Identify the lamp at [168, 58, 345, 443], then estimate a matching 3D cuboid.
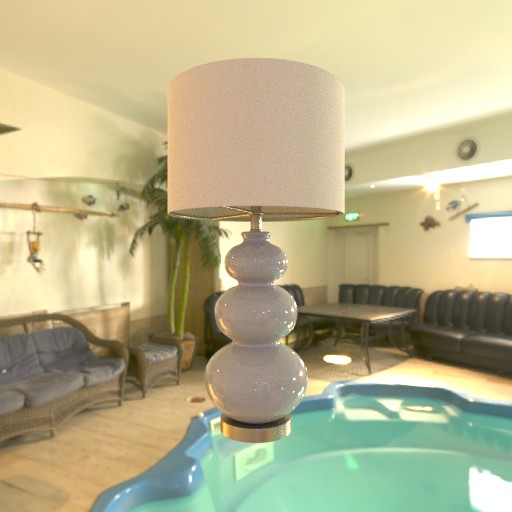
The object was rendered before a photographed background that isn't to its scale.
[{"bbox_3d":[0.000,0.000,0.938,0.367,0.730,0.367,0,0,35],"label":"lamp"}]
